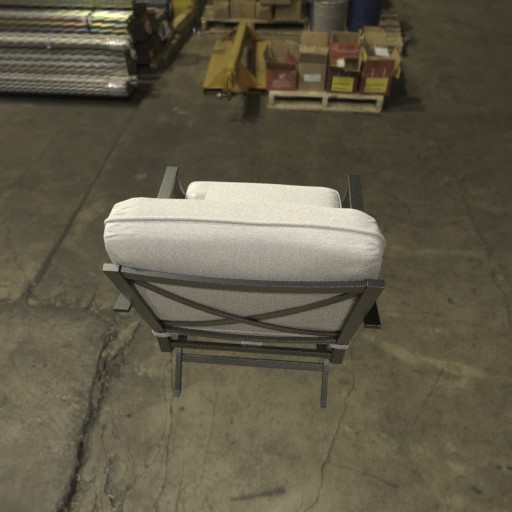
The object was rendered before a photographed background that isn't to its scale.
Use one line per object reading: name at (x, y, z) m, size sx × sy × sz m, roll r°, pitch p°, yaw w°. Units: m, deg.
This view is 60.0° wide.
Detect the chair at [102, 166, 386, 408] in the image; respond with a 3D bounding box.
chair at (0.000, 0.000, 1.399) m, size 0.650 × 0.860 × 0.787 m, roll 3°, pitch 46°, yaw 3°
